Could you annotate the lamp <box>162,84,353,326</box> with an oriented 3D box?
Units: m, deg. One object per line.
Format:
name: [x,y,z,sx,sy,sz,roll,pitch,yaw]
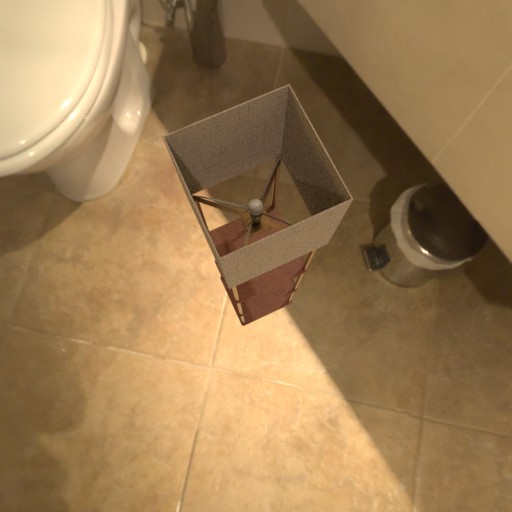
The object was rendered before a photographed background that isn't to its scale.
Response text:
lamp: [0.000,0.000,1.713,0.310,1.569,0.308,-24,77,-6]
